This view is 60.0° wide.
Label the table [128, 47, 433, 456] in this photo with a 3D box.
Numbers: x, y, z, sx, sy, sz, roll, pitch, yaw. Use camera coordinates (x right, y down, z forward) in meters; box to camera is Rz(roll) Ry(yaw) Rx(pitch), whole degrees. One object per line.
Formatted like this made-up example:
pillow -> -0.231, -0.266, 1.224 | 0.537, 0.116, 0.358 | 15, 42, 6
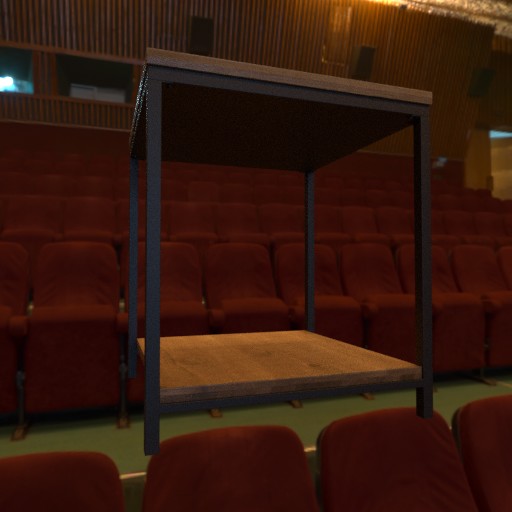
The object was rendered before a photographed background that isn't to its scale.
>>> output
table -> 0.000, 0.000, 0.956 | 0.507, 0.589, 0.503 | 1, -2, -19
